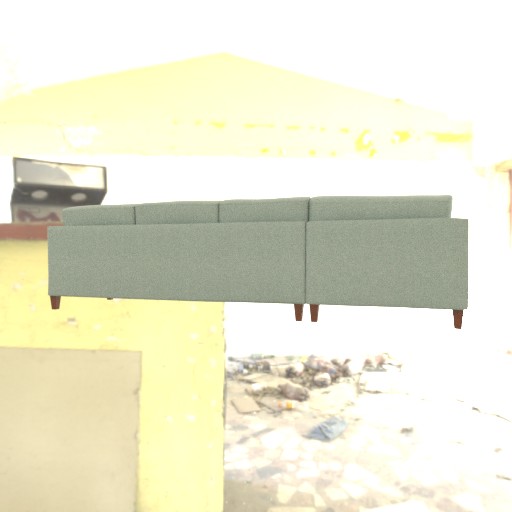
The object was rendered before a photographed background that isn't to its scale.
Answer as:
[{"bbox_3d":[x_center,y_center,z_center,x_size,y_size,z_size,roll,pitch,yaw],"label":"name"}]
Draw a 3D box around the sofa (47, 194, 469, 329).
[{"bbox_3d":[0.000,0.000,4.193,3.470,0.953,1.600,0,1,17],"label":"sofa"}]
